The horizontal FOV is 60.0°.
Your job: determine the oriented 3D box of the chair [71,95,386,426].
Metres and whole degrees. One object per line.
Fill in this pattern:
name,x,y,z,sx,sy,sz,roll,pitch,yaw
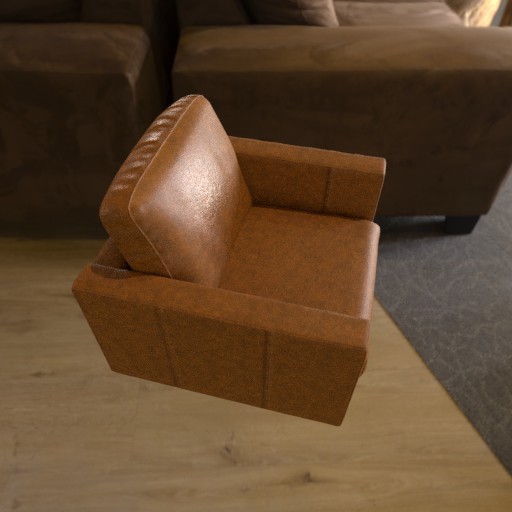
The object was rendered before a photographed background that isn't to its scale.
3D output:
chair,0.000,0.000,1.672,0.909,0.956,0.890,11,49,10
